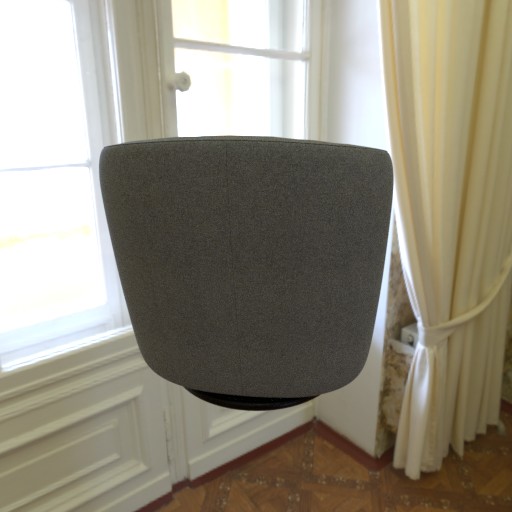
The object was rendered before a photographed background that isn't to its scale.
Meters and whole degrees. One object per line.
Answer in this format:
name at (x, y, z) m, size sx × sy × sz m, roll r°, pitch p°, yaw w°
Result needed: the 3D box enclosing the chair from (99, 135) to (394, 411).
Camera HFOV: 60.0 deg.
chair at (0.000, 0.000, 1.567) m, size 0.822 × 0.861 × 0.986 m, roll 2°, pitch 18°, yaw 7°
